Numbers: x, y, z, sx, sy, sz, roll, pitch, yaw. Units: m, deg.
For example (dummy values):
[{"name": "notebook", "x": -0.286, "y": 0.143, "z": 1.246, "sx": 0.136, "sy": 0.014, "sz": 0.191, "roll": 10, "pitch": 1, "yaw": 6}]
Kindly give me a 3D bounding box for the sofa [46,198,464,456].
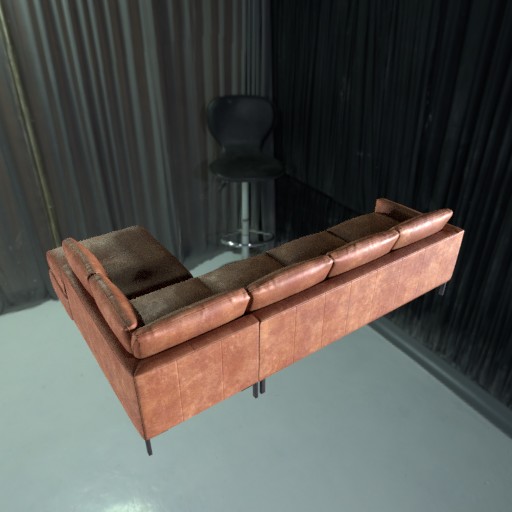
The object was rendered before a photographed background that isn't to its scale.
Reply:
[{"name": "sofa", "x": 0.000, "y": 0.000, "z": 3.797, "sx": 2.984, "sy": 0.877, "sz": 1.938, "roll": -20, "pitch": 36, "yaw": -30}]
